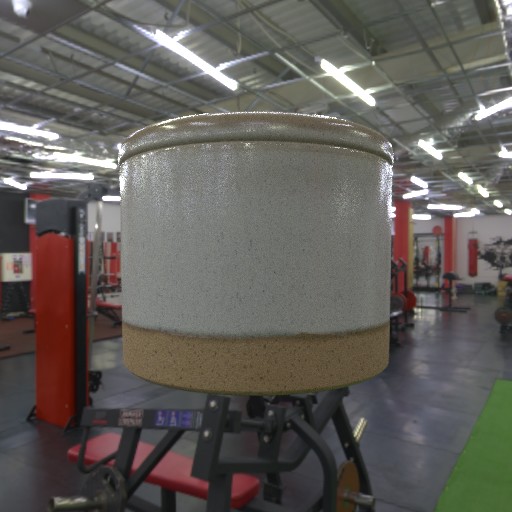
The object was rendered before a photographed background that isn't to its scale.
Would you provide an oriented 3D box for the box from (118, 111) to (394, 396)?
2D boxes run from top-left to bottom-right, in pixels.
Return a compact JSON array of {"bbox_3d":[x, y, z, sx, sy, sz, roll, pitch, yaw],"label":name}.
[{"bbox_3d":[0.000,0.000,0.260,0.154,0.123,0.154,0,0,0],"label":"box"}]
